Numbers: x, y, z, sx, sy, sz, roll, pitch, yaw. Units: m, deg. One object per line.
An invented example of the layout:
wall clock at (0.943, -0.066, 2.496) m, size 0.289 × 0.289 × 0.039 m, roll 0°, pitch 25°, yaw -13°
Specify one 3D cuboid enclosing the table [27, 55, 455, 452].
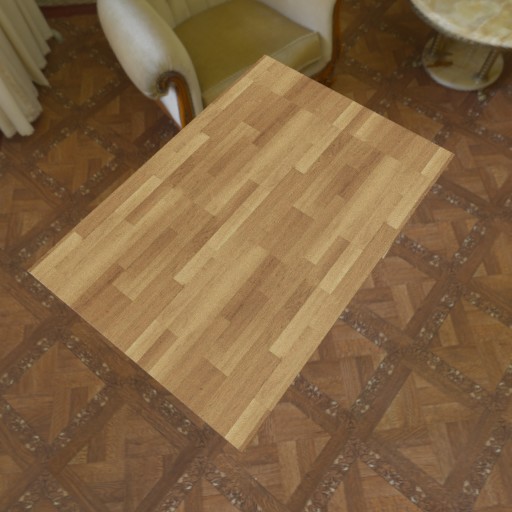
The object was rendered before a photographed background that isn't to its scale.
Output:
table at (0.000, 0.000, 1.902) m, size 0.900 × 0.750 × 1.300 m, roll 34°, pitch 68°, yaw 16°
